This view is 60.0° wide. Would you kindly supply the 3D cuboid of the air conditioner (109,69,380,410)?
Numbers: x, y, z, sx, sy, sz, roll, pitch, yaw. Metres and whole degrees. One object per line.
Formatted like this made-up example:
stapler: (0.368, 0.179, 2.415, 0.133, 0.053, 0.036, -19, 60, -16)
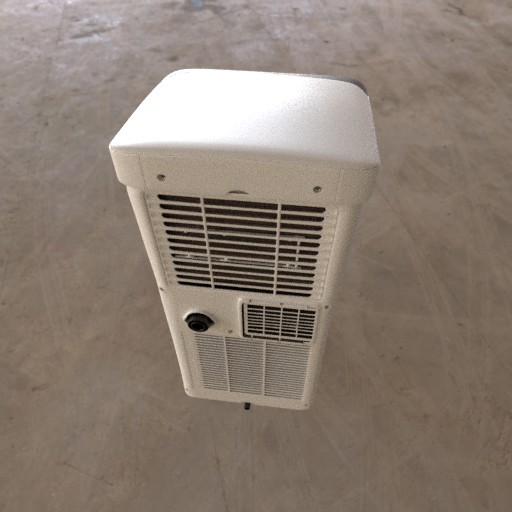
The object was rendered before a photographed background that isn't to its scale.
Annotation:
air conditioner: (0.000, 0.000, 0.919, 0.352, 0.716, 0.369, 5, 46, 5)
